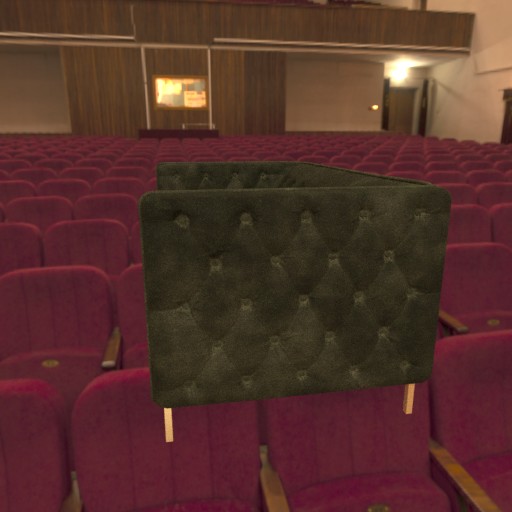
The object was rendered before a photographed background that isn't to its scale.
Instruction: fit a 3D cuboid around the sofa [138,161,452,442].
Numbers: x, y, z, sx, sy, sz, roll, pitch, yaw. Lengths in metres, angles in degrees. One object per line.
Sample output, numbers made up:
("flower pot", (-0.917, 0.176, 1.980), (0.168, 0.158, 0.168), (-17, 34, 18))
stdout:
("sofa", (0.000, 0.000, 1.997), (0.895, 0.768, 1.537), (-3, 15, -10))
